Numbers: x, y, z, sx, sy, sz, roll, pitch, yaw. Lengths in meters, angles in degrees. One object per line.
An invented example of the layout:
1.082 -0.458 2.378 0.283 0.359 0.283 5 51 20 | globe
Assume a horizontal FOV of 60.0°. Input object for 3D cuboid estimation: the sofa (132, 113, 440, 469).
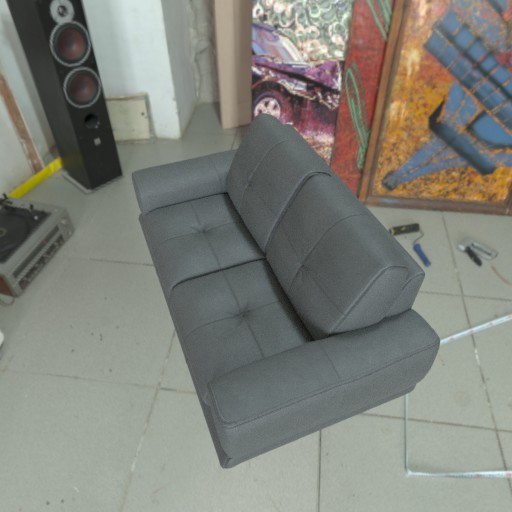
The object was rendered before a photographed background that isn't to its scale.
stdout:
0.000 0.000 2.376 1.018 0.907 1.806 -16 48 -15 | sofa
